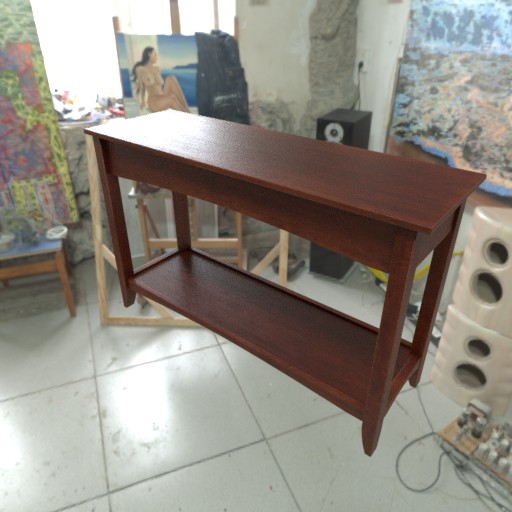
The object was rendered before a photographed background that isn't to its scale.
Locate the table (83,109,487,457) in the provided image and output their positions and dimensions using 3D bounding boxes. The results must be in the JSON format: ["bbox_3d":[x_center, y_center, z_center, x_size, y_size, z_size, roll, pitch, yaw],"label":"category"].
[{"bbox_3d":[0.000,0.000,1.496,1.188,0.739,0.392,22,37,33],"label":"table"}]
